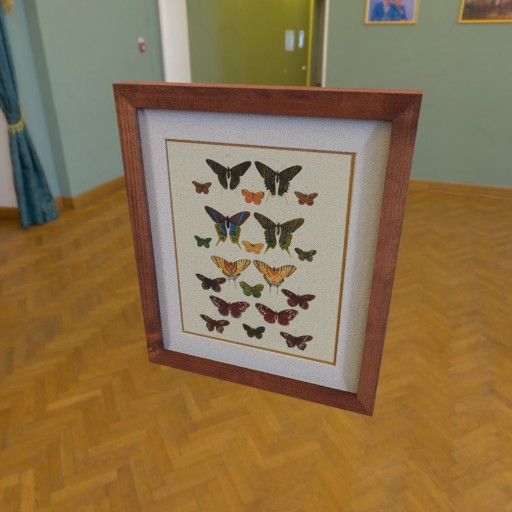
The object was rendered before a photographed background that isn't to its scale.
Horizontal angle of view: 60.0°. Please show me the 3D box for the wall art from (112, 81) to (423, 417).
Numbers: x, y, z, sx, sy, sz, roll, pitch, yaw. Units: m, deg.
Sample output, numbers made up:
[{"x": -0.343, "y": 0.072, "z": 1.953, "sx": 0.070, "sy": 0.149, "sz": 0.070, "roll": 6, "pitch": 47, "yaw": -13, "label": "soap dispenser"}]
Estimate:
[{"x": 0.000, "y": 0.000, "z": 0.627, "sx": 0.377, "sy": 0.449, "sz": 0.039, "roll": 9, "pitch": 27, "yaw": 17, "label": "wall art"}]
